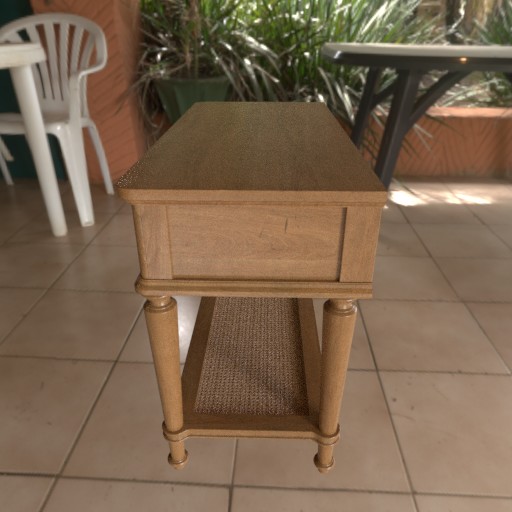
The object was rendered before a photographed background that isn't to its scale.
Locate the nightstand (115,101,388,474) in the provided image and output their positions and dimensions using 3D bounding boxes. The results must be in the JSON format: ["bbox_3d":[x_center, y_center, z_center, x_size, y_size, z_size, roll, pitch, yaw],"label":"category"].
[{"bbox_3d":[0.000,0.000,1.251,0.432,0.700,0.914,1,27,1],"label":"nightstand"}]
